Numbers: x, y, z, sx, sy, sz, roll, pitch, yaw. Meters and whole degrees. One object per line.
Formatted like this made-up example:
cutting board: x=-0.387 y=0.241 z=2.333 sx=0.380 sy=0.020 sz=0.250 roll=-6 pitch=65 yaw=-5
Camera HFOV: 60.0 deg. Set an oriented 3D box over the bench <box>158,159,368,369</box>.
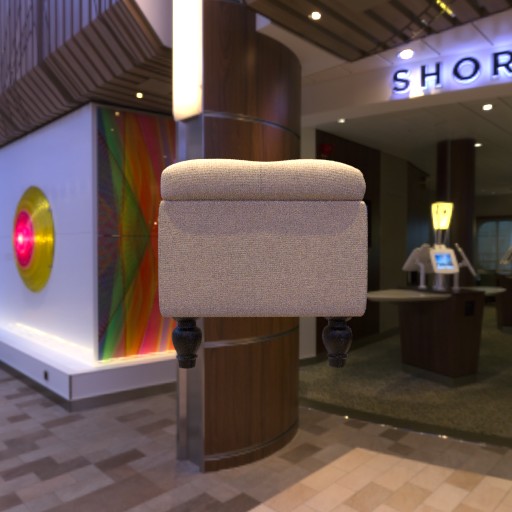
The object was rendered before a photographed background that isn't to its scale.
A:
bench: x=0.000 y=0.000 z=1.681 sx=0.455 sy=0.467 sz=1.480 roll=0 pitch=1 yaw=-1
